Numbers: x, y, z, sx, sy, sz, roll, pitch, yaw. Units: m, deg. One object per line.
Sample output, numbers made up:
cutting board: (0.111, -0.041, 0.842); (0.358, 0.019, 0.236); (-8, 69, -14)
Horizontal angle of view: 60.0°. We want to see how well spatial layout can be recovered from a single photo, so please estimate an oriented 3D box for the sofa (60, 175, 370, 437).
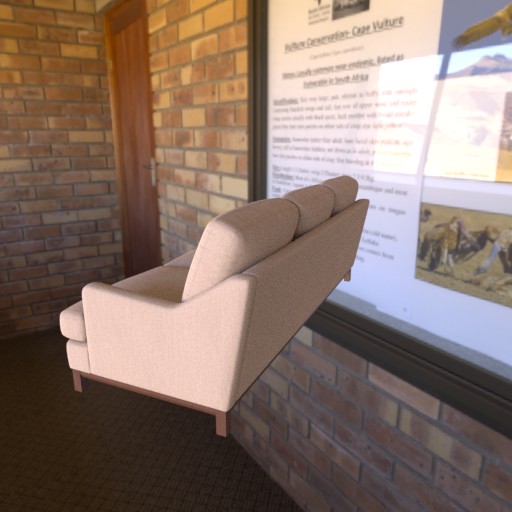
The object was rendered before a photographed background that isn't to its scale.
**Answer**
sofa: (0.000, 0.000, 2.867); (1.000, 0.913, 2.321); (7, 17, 24)
